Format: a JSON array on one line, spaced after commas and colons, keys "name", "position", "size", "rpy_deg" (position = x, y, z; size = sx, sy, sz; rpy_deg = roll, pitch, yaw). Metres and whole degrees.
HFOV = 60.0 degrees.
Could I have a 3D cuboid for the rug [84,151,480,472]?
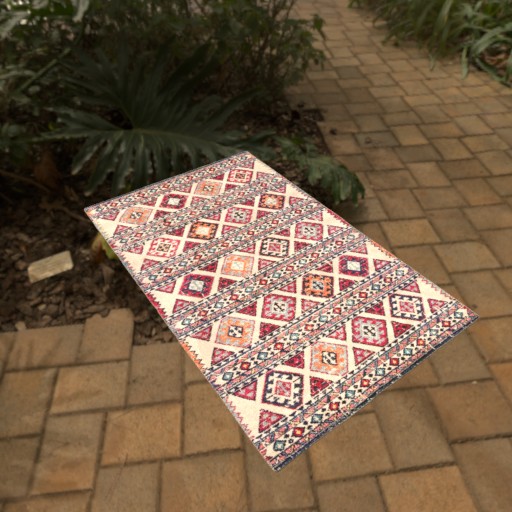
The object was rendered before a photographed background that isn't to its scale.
[{"name": "rug", "position": [0.000, 0.000, 3.028], "size": [1.545, 0.010, 2.440], "rpy_deg": [-26, 48, -26]}]
